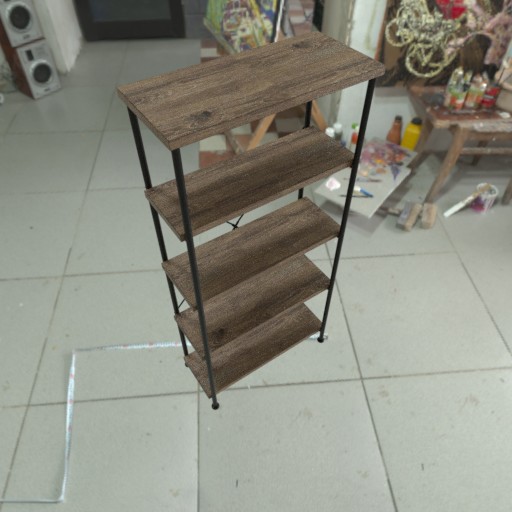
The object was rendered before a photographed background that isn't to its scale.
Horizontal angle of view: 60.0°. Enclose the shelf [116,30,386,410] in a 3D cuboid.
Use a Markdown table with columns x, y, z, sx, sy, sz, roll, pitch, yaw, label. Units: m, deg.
| x | y | z | sx | sy | sz | roll | pitch | yaw | label |
| --- | --- | --- | --- | --- | --- | --- | --- | --- | --- |
| 0.000 | 0.000 | 2.042 | 0.800 | 1.700 | 0.360 | -27 | 53 | -22 | shelf |
